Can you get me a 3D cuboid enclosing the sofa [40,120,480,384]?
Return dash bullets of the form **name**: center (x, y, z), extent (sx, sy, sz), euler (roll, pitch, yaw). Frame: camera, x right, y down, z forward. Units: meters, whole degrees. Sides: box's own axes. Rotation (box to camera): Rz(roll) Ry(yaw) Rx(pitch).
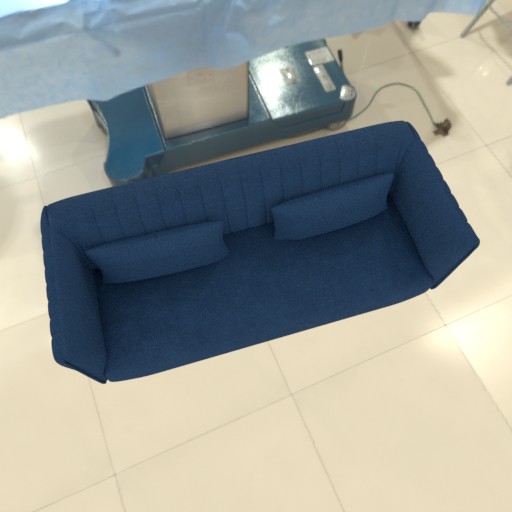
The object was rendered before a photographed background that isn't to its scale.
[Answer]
- **sofa**: center (0.000, 0.000, 2.538), extent (2.136, 0.793, 0.896), euler (-15, 66, -7)
